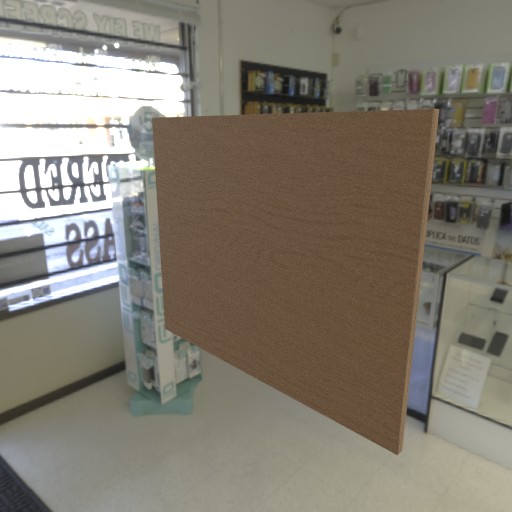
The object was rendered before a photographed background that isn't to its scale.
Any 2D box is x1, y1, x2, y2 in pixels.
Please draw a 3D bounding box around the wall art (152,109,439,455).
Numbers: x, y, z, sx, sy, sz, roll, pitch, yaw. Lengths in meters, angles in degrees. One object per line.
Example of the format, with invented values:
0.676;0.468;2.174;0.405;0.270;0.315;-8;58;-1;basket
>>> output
0.000;0.000;0.668;0.013;0.406;0.508;-15;22;-43;wall art
